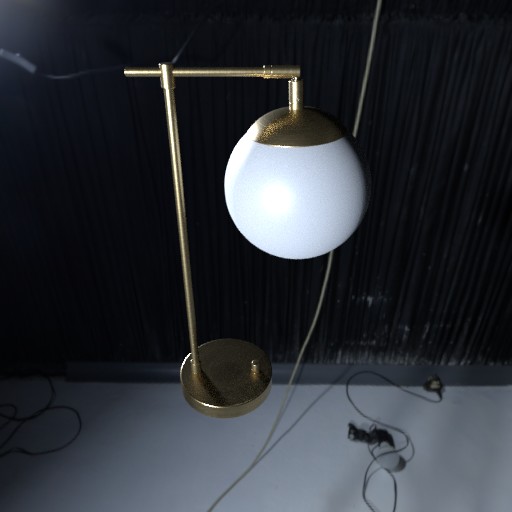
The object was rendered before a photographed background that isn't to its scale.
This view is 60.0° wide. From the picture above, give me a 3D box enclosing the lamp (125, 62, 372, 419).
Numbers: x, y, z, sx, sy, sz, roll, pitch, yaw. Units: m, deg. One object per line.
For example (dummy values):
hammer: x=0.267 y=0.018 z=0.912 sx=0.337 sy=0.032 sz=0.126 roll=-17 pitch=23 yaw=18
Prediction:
lamp: x=0.000 y=0.000 z=0.694 sx=0.324 sy=0.559 sz=0.207 roll=0 pitch=32 yaw=-1
